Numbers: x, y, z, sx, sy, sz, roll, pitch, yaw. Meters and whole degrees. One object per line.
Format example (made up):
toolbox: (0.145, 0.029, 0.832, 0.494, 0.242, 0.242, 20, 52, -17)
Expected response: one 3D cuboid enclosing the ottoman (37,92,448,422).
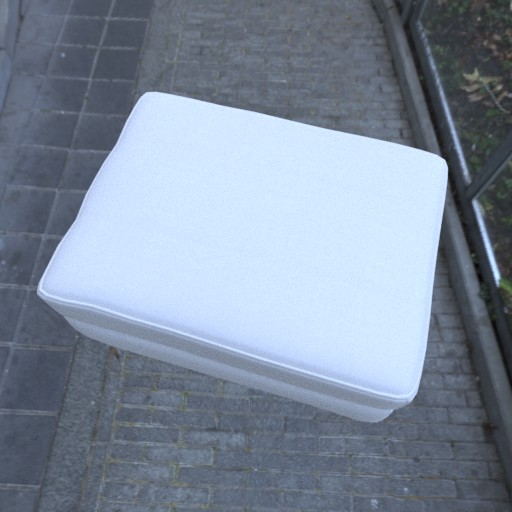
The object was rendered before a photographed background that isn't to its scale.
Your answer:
ottoman: (0.000, 0.000, 1.166, 0.818, 0.479, 0.634, 15, 65, 7)
